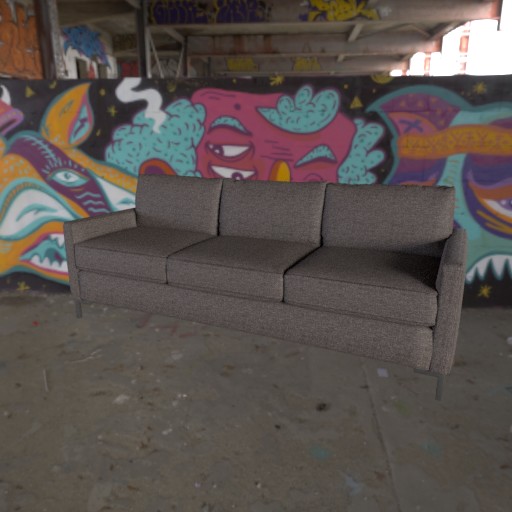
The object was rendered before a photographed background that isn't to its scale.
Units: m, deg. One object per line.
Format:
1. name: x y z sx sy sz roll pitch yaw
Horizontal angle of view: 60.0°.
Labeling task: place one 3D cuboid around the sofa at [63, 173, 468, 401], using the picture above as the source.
1. sofa: 0.000 0.000 2.629 2.253 0.882 0.876 7 16 24
